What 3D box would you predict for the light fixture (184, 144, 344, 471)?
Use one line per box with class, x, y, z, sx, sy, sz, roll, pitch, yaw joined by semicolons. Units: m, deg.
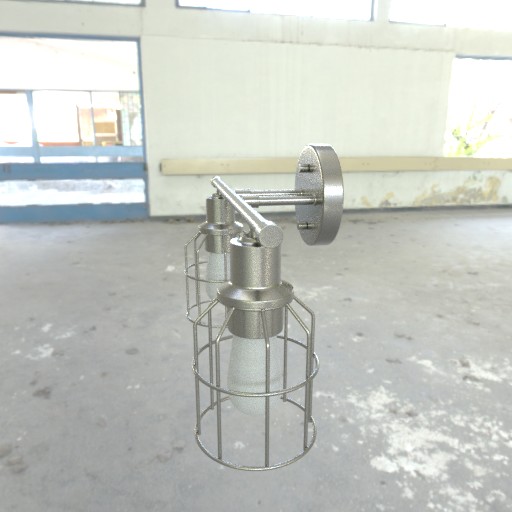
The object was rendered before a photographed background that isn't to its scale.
light fixture;0.000;0.000;0.519;0.165;0.254;0.406;-3;15;-10
